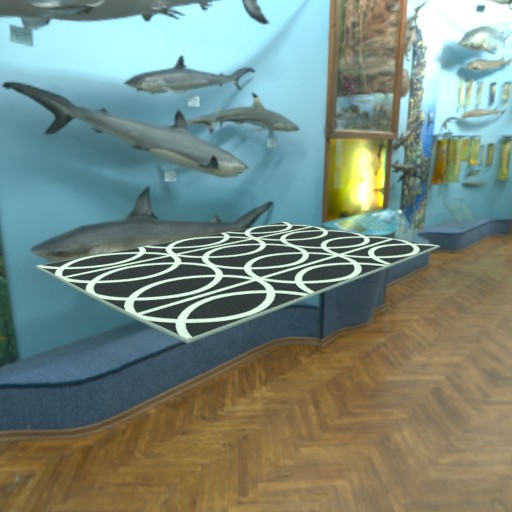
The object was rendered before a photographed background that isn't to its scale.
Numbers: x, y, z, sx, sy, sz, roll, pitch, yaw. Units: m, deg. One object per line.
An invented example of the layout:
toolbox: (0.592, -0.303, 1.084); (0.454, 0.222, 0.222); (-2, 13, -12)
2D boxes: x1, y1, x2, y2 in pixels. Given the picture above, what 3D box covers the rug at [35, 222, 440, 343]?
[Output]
rug: (0.000, 0.000, 2.939); (1.526, 0.014, 2.290); (13, 19, 43)
